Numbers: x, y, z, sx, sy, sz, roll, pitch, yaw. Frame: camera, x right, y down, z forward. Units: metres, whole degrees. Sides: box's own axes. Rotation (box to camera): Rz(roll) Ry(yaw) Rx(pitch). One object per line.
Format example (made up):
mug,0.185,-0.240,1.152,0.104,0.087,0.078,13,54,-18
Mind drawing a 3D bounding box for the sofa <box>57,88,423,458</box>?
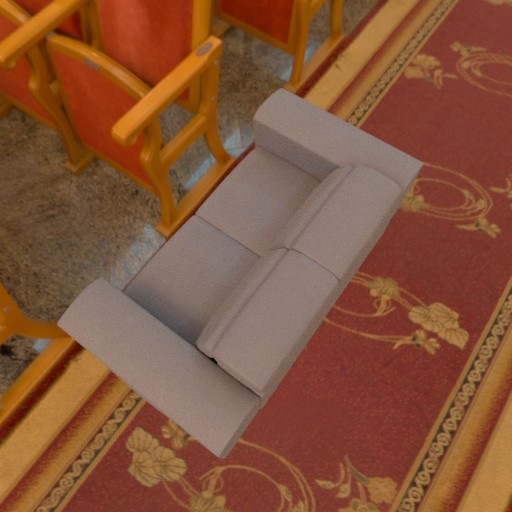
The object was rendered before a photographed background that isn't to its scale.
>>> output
sofa,0.000,0.000,2.497,1.003,0.779,1.895,33,69,15
